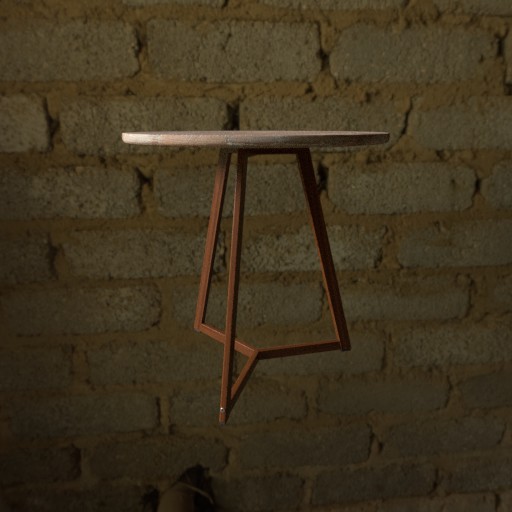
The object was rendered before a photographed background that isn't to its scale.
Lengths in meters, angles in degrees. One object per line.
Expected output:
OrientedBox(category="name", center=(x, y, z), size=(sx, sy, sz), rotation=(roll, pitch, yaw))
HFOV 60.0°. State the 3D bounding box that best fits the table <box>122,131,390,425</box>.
OrientedBox(category="table", center=(0.000, 0.000, 0.930), size=(0.500, 0.500, 0.500), rotation=(0, 16, 0))
